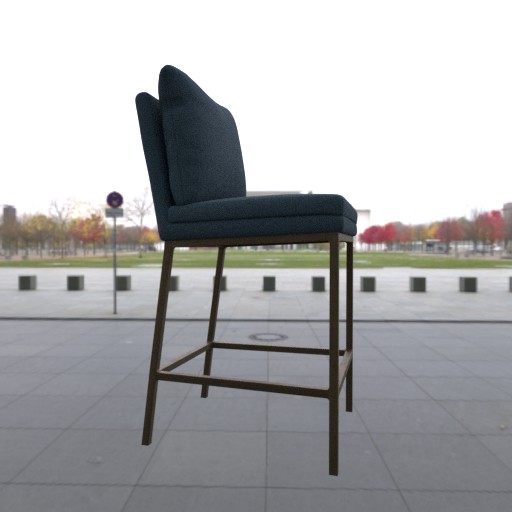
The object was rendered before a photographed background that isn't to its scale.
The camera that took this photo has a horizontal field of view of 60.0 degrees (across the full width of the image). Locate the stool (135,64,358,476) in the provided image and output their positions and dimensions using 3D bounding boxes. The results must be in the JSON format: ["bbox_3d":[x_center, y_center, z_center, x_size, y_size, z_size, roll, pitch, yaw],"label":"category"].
[{"bbox_3d":[0.000,0.000,1.330,0.568,1.032,0.463,0,1,17],"label":"stool"}]
